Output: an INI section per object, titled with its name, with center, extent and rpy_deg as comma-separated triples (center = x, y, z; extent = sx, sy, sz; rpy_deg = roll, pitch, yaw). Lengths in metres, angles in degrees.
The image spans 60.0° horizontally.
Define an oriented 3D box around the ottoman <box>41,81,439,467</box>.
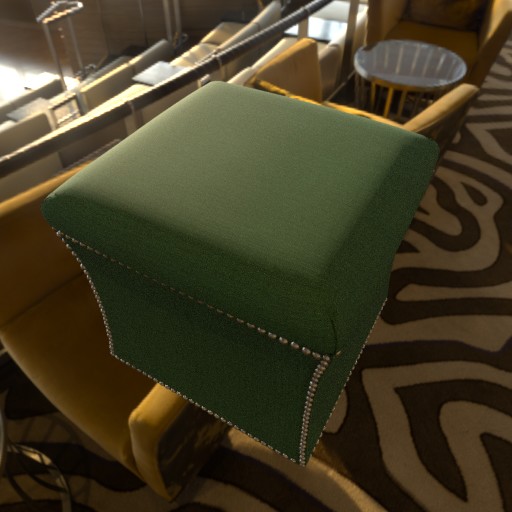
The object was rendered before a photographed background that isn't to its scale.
[ottoman]
center = 0.000, 0.000, 0.868
extent = 0.507, 0.475, 0.497
rpy_deg = 23, 50, 20
